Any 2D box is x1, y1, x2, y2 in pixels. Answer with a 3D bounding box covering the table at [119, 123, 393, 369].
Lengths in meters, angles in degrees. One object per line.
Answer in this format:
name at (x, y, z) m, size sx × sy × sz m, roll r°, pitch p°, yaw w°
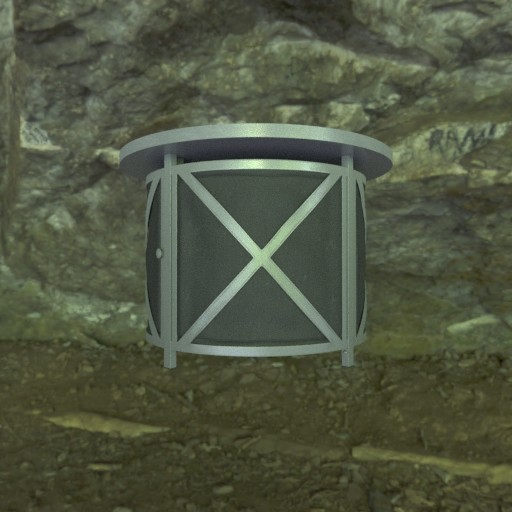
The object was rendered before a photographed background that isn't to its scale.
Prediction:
table at (0.000, 0.000, 1.549) m, size 0.914 × 0.650 × 0.914 m, roll 0°, pitch 0°, yaw 0°
